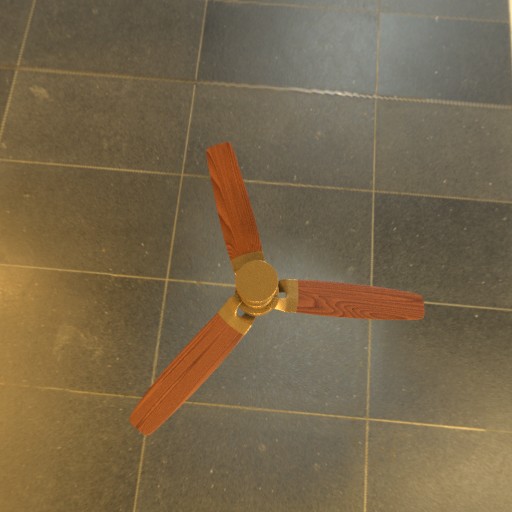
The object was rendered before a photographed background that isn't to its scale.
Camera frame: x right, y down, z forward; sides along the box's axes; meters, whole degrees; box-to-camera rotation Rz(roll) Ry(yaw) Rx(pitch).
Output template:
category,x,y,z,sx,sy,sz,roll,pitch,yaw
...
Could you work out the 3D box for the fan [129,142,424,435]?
category,x,y,z,sx,sy,sz,roll,pitch,yaw
fan,0.000,0.000,2.017,1.416,0.425,1.271,-14,76,-4
